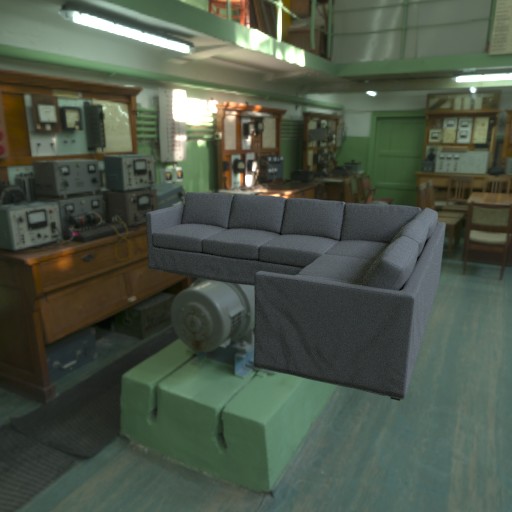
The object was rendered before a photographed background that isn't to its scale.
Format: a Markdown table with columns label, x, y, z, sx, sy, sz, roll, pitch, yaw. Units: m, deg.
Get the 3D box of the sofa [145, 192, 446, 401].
| label | x | y | z | sx | sy | sz | roll | pitch | yaw |
| --- | --- | --- | --- | --- | --- | --- | --- | --- | --- |
| sofa | 0.000 | 0.000 | 4.260 | 3.182 | 0.871 | 2.432 | 8 | 17 | 25 |
